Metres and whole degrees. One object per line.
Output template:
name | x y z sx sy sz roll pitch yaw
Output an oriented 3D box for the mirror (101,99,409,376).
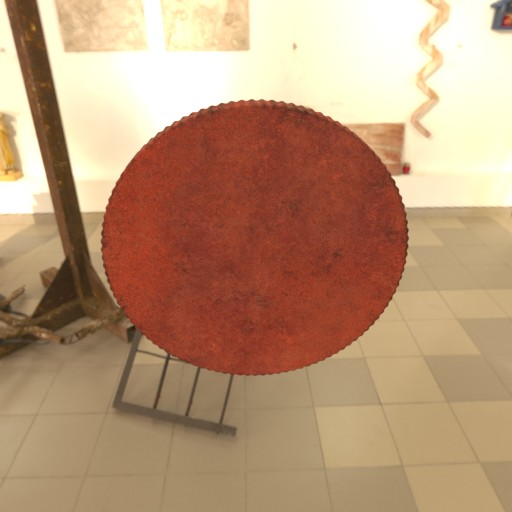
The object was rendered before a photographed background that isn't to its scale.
mirror | 0.000 0.000 0.909 0.609 0.609 0.056 -1 29 -2
